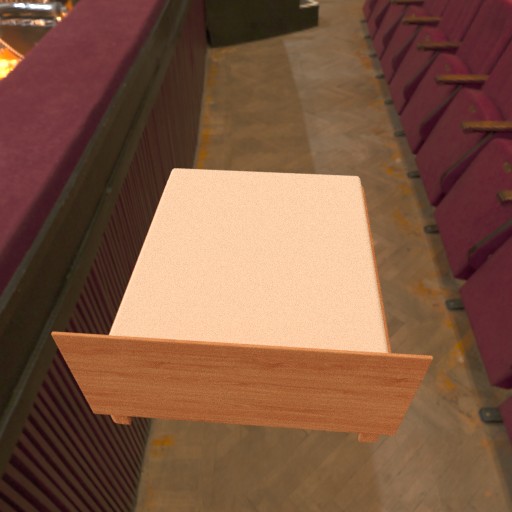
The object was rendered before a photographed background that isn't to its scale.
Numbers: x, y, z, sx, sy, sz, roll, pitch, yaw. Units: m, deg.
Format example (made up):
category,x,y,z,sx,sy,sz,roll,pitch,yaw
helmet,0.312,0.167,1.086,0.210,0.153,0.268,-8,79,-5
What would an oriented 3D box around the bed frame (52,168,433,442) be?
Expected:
category,x,y,z,sx,sy,sz,roll,pitch,yaw
bed frame,0.000,0.000,2.989,1.660,0.940,2.092,3,44,3
